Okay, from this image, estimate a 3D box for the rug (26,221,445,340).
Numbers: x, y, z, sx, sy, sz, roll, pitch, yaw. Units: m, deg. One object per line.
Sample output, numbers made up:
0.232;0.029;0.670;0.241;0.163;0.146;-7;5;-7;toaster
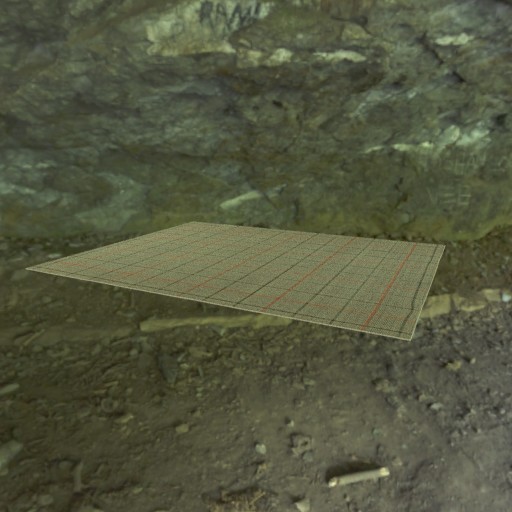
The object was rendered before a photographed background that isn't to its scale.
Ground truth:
0.000;0.000;4.068;3.048;0.012;2.444;7;16;26;rug
